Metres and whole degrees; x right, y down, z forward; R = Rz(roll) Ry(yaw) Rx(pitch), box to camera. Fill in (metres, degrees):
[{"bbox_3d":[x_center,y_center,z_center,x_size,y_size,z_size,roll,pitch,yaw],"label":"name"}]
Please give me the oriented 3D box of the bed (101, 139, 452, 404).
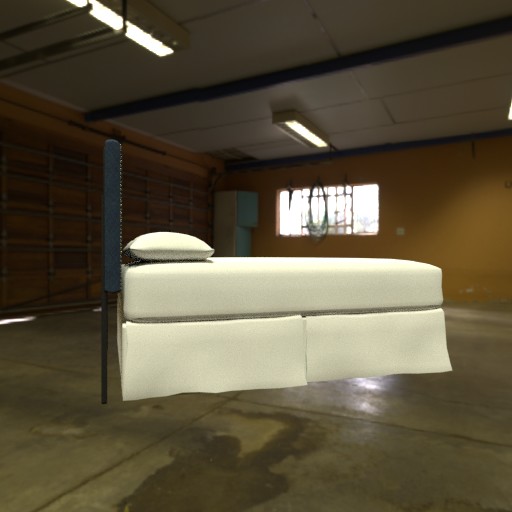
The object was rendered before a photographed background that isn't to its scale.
[{"bbox_3d":[0.000,0.000,3.302,2.153,1.518,1.713,0,0,-18],"label":"bed"}]
